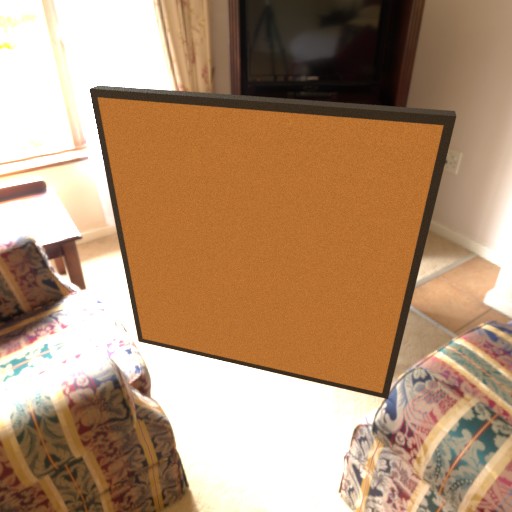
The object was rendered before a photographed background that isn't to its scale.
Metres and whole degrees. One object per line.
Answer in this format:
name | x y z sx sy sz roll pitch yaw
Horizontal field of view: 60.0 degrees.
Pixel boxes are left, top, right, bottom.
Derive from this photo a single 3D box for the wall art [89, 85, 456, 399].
wall art | 0.000 0.000 1.110 0.763 0.763 0.038 9 34 14
